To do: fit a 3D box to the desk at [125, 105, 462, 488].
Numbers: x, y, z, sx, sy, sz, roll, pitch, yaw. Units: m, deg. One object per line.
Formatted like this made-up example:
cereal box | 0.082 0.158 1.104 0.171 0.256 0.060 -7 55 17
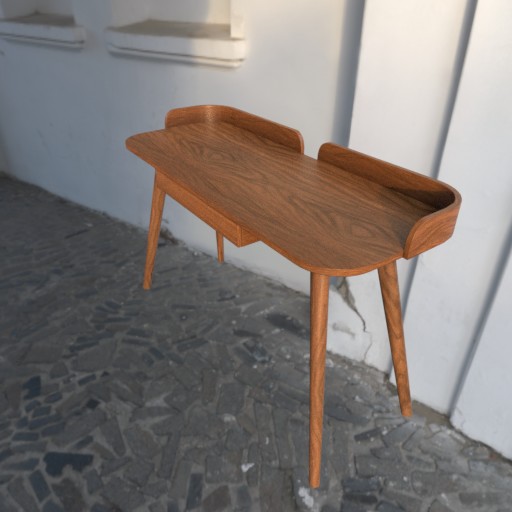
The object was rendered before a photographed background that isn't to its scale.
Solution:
desk | 0.000 0.000 1.619 0.486 0.800 1.256 -20 37 -30
